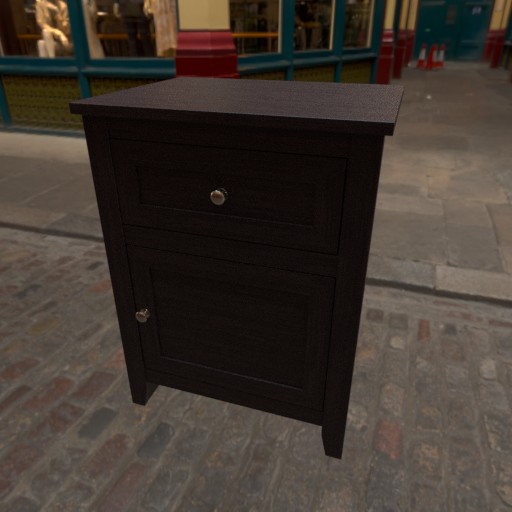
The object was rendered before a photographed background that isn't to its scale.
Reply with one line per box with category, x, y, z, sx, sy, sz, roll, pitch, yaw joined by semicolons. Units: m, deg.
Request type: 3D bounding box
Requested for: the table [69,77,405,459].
table;0.000;0.000;0.912;0.480;0.635;0.381;9;29;16
